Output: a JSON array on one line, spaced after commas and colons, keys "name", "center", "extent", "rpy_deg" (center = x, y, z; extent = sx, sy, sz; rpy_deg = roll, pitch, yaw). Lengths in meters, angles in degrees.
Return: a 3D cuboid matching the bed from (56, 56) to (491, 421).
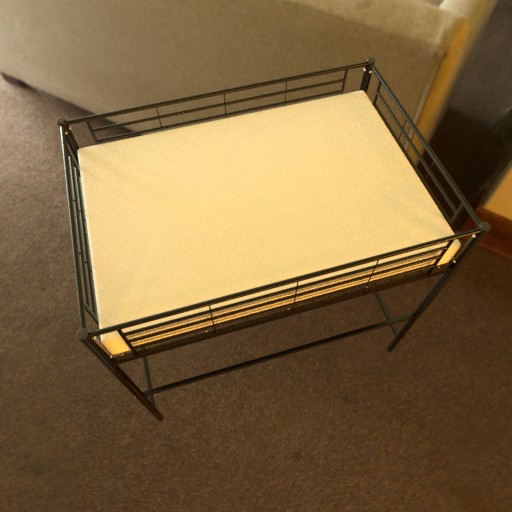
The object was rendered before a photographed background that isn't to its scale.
[{"name": "bed", "center": [0.000, 0.000, 3.121], "extent": [1.994, 1.803, 1.397], "rpy_deg": [-14, 60, -8]}]
